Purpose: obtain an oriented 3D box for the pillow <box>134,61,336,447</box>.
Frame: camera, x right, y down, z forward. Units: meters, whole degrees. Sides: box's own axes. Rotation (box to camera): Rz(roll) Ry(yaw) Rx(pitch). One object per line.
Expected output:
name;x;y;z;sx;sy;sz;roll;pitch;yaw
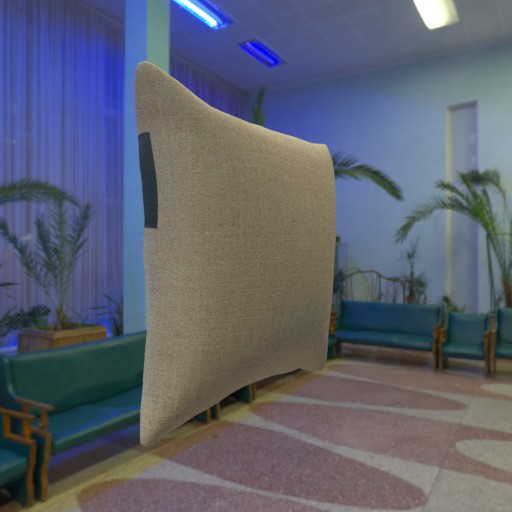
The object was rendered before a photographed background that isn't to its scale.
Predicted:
pillow;0.000;0.000;0.621;0.173;0.399;0.414;0;-1;36
